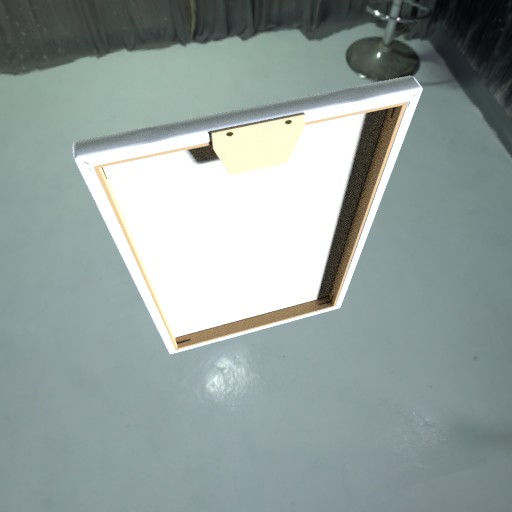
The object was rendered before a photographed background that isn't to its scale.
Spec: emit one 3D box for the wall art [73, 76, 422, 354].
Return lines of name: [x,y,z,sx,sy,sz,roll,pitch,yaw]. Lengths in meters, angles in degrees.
wall art: [0.000,0.000,1.125,0.602,0.902,0.048,-14,59,-8]
